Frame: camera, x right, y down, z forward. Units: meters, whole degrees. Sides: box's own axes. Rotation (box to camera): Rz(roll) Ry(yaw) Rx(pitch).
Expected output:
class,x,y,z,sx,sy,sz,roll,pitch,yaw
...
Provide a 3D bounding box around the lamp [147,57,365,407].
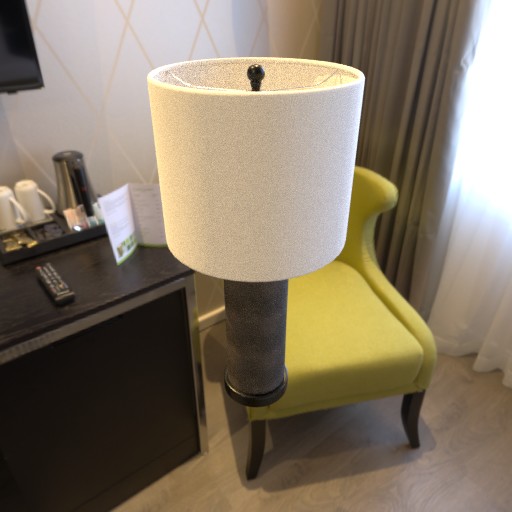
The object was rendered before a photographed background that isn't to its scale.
class,x,y,z,sx,sy,sz,roll,pitch,yaw
lamp,0.000,0.000,0.791,0.305,0.634,0.305,11,33,18
